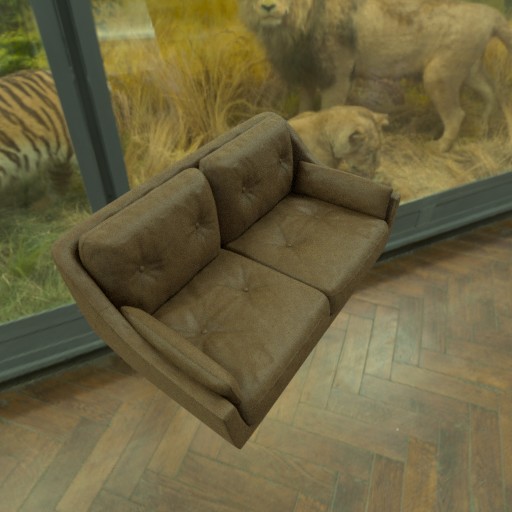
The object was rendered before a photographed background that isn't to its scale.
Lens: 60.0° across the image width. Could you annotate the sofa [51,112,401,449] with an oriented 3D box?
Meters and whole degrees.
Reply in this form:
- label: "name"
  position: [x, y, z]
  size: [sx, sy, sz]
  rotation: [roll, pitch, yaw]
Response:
- label: "sofa"
  position: [0.000, 0.000, 2.327]
  size: [0.981, 0.886, 1.731]
  rotation: [24, 46, 25]
